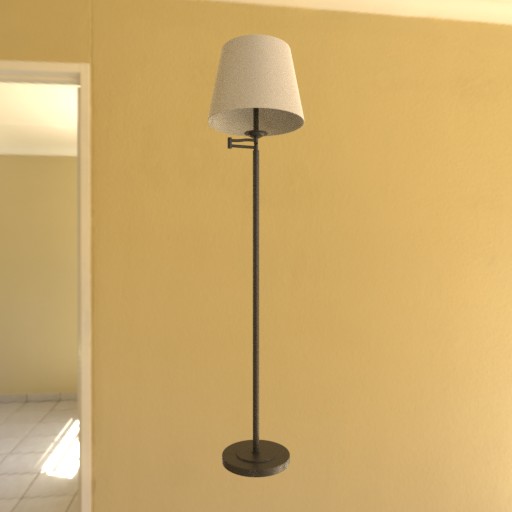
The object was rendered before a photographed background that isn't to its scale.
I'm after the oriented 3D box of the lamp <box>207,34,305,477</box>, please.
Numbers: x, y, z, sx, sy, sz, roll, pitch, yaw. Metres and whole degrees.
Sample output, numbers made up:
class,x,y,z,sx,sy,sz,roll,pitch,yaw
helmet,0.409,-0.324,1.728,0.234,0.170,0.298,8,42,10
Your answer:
class,x,y,z,sx,sy,sz,roll,pitch,yaw
lamp,0.000,0.000,1.595,0.348,1.473,0.348,0,0,-17
